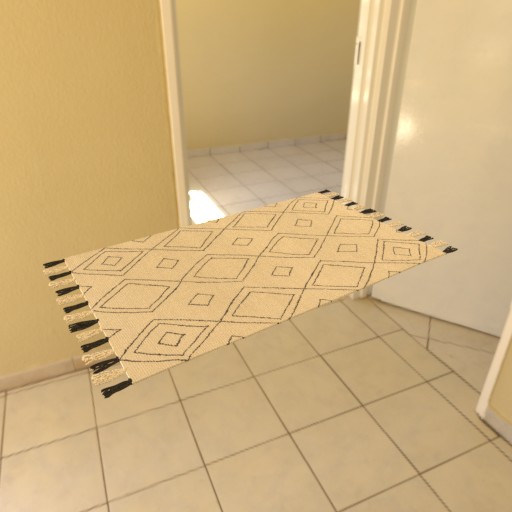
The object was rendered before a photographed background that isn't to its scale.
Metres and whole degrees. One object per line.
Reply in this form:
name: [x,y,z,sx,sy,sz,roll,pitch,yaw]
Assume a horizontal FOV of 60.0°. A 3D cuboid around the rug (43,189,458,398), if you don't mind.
rug: [0.000,0.000,3.306,2.755,0.021,1.524,-18,34,-28]
